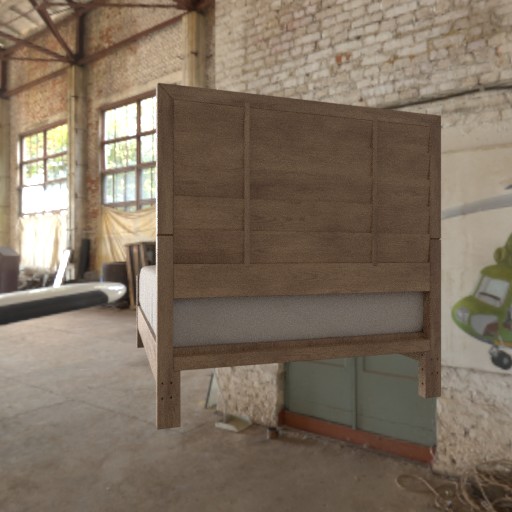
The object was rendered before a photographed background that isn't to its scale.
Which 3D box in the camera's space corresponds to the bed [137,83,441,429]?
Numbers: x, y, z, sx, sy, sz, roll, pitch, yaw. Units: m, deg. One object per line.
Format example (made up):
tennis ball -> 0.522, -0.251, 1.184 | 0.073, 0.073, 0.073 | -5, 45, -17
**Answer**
bed -> 0.000, 0.000, 3.282 | 1.615, 1.631, 2.017 | 0, 0, -18
